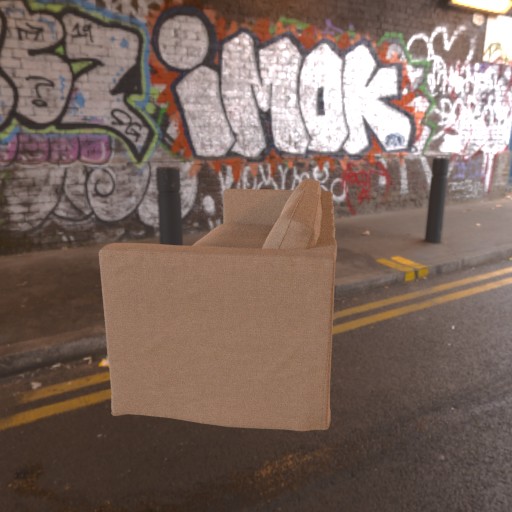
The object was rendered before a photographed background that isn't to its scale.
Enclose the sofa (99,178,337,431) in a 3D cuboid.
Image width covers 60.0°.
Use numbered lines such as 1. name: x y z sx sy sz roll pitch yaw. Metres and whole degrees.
1. sofa: 0.000 0.000 2.798 0.956 0.847 2.296 2 15 9
